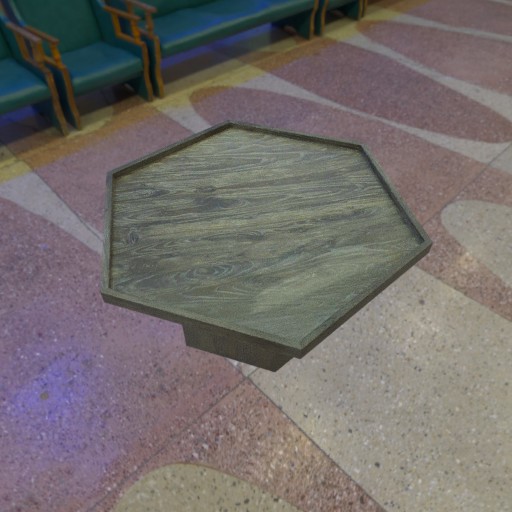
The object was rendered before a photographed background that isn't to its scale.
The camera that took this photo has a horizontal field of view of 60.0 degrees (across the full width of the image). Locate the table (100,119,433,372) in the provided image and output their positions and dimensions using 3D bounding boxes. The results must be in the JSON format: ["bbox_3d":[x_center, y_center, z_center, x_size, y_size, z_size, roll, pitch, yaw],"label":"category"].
[{"bbox_3d":[0.000,0.000,1.621,1.115,0.488,0.966,-32,54,-27],"label":"table"}]
